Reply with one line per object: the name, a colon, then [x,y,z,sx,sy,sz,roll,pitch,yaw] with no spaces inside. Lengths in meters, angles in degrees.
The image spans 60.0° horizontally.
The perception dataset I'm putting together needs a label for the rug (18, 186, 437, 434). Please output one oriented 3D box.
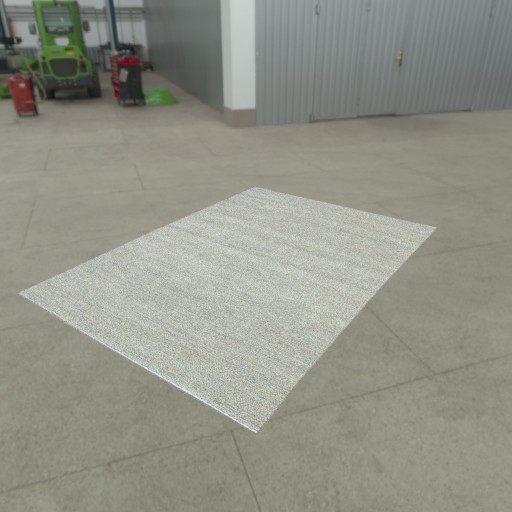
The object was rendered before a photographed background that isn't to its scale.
rug: [0.000,0.000,2.830,1.624,0.030,2.264,18,33,31]
